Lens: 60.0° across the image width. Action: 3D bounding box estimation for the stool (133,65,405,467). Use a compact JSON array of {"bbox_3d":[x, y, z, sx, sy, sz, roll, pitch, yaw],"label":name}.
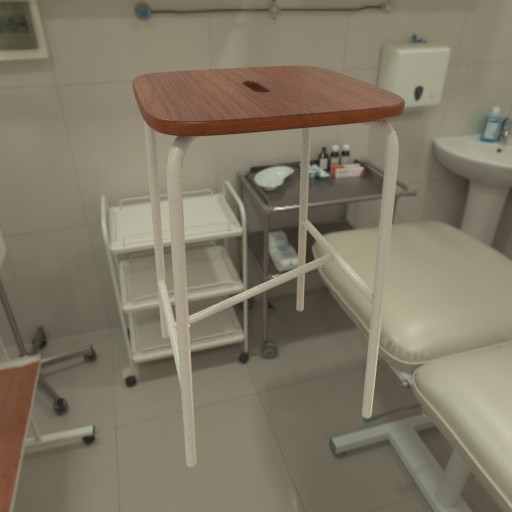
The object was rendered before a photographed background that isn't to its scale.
[{"bbox_3d":[0.000,0.000,0.838,0.376,0.610,0.376,-9,33,-15],"label":"stool"}]
